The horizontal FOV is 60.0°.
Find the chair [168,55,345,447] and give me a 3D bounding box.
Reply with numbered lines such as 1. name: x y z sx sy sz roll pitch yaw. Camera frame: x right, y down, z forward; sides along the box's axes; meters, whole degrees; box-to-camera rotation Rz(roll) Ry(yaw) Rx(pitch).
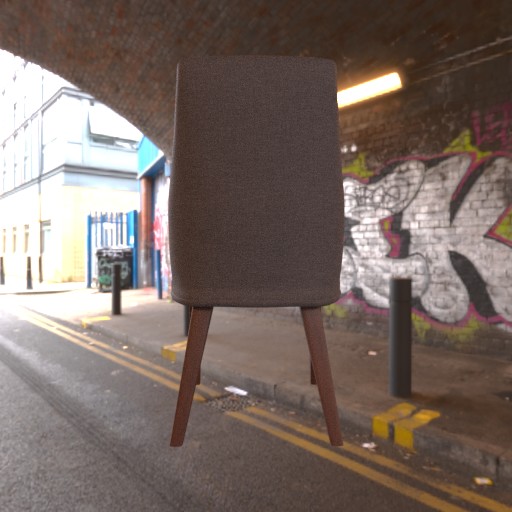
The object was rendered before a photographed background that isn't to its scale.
1. chair: 0.000 0.000 1.297 0.500 0.930 0.620 0 1 0
